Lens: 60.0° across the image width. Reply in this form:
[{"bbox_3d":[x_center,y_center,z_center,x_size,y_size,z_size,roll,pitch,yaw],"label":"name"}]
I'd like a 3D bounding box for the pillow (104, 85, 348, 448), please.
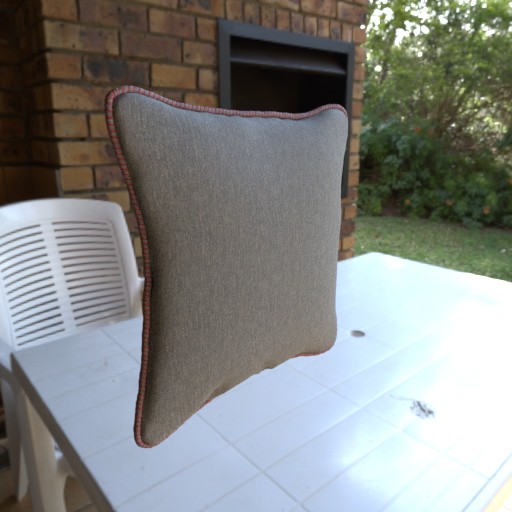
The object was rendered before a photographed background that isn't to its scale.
[{"bbox_3d":[0.000,0.000,0.723,0.482,0.491,0.124,-15,21,-43],"label":"pillow"}]
